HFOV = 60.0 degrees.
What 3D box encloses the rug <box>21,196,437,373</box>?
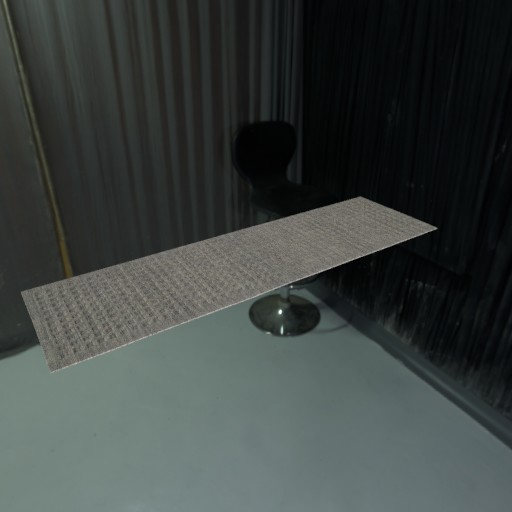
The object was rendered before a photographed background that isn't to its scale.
[{"bbox_3d":[0.000,0.000,2.621,2.443,0.009,0.706,-18,33,-29],"label":"rug"}]
